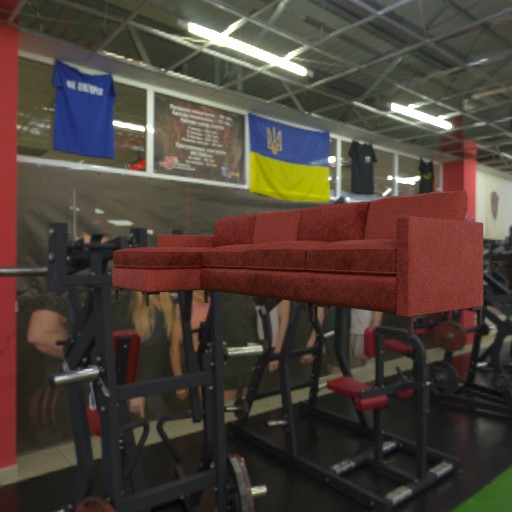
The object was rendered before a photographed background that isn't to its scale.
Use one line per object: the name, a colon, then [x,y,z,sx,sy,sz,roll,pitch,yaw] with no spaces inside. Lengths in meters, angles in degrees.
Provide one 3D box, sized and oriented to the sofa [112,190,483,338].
sofa: [0.000,0.000,4.043,1.500,0.967,3.400,0,0,-37]
